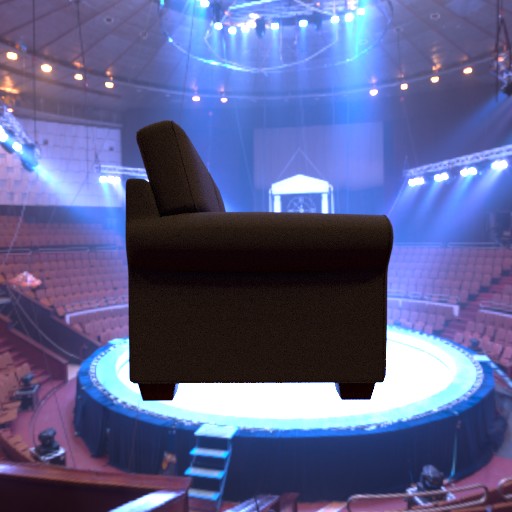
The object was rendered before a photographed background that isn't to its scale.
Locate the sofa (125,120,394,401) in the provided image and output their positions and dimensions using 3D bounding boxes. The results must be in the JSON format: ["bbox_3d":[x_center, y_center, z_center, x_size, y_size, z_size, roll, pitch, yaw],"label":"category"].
[{"bbox_3d":[0.000,0.000,2.471,0.940,1.020,1.930,0,1,-1],"label":"sofa"}]
